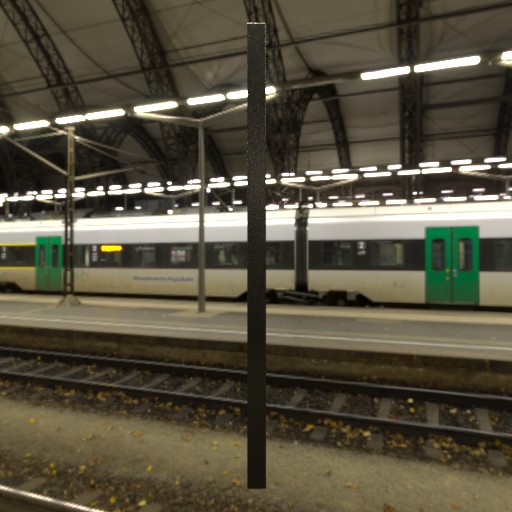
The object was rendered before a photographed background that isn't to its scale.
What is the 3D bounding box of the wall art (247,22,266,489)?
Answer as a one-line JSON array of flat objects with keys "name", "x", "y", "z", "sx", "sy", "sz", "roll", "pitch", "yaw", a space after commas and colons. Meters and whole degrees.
[{"name": "wall art", "x": 0.000, "y": 0.000, "z": 0.506, "sx": 0.014, "sy": 0.349, "sz": 0.349, "roll": 0, "pitch": 0, "yaw": 0}]
